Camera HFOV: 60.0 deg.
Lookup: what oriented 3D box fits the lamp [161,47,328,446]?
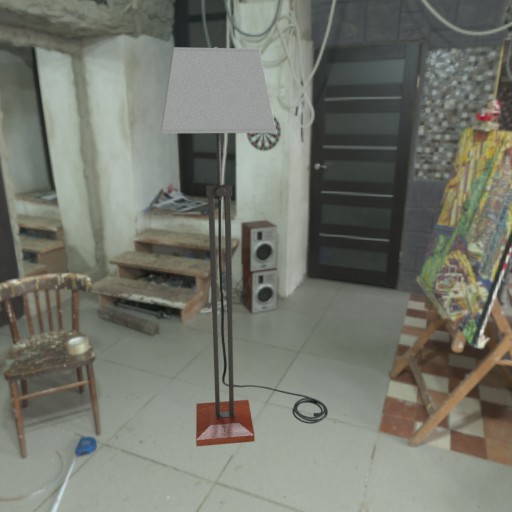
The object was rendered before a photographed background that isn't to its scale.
[{"bbox_3d":[0.000,0.000,2.013,0.745,1.712,0.472,-2,18,-6],"label":"lamp"}]
